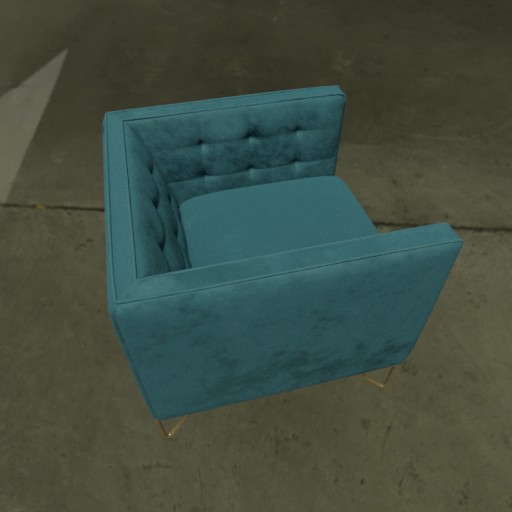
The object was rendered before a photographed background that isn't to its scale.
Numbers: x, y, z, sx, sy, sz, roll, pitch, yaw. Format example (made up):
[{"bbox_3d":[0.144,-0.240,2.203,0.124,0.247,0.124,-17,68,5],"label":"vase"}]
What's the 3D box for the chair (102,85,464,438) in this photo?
[{"bbox_3d":[0.000,0.000,1.584,0.894,0.790,0.880,-10,48,-10],"label":"chair"}]
